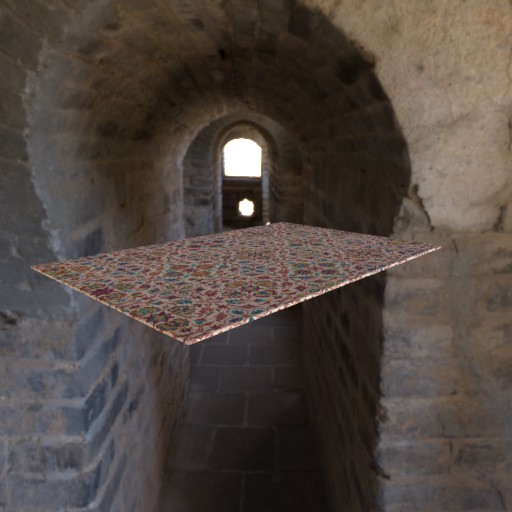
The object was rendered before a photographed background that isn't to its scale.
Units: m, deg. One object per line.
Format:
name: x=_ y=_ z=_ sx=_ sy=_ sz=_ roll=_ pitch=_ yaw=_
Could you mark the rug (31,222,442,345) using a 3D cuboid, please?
rug: x=0.000 y=0.000 z=2.936 sx=1.541 sy=0.018 sz=2.297 roll=13 pitch=19 yaw=43
